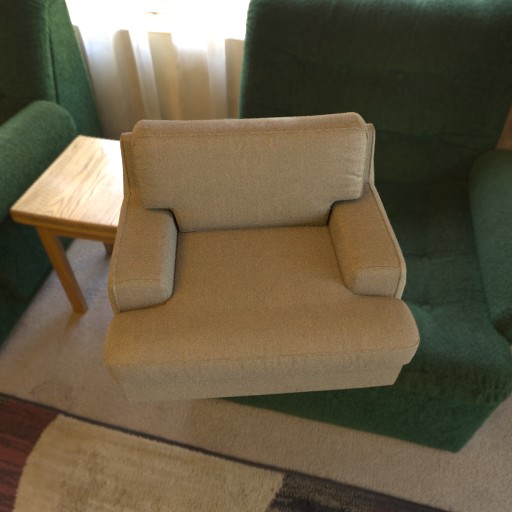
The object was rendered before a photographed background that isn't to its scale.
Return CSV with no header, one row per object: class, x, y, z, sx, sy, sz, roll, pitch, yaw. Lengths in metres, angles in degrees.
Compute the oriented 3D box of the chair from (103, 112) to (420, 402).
chair,0.000,0.000,2.013,1.270,0.974,1.043,-3,46,-3
